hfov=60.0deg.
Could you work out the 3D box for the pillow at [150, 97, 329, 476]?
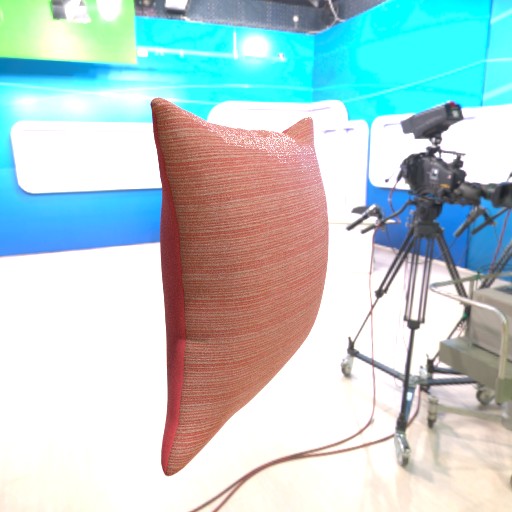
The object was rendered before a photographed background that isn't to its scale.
[{"bbox_3d":[0.000,0.000,0.788,0.229,0.501,0.559,7,16,25],"label":"pillow"}]
